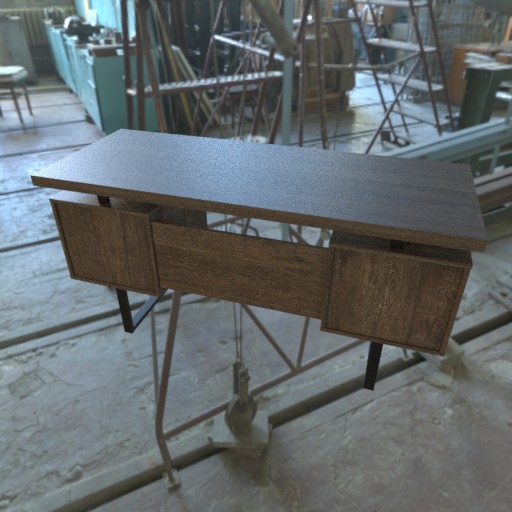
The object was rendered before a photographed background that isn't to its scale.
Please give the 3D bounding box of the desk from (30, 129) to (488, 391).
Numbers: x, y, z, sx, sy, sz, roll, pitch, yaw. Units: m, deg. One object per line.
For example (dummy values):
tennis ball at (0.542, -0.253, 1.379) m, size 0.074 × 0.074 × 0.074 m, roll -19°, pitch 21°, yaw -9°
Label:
desk at (0.000, 0.000, 1.852) m, size 1.524 × 0.760 × 0.600 m, roll 10°, pitch 34°, yaw 15°
